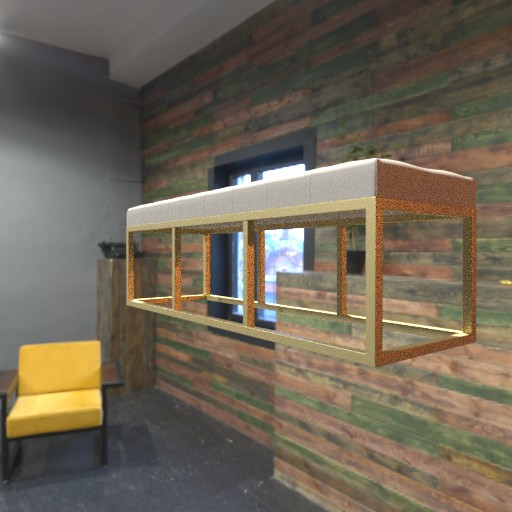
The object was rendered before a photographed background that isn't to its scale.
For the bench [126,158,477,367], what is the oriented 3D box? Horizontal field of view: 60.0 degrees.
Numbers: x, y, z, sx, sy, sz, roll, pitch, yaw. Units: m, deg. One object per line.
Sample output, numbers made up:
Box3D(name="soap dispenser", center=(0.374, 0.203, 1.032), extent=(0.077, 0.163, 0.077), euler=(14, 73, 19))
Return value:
Box3D(name="bench", center=(0.000, 0.000, 1.704), extent=(0.457, 0.484, 1.473), euler=(0, 1, -38))
